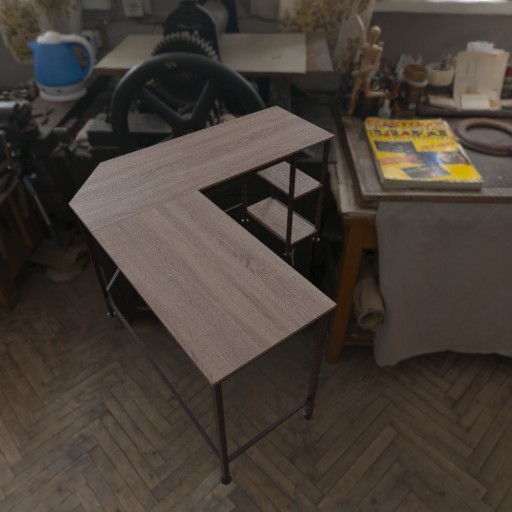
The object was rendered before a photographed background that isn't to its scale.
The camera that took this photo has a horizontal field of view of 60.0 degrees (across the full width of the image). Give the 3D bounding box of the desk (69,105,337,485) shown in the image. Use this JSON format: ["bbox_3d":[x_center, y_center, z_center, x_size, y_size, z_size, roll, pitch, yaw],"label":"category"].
[{"bbox_3d":[0.000,0.000,2.226,1.379,0.739,1.379,-27,48,-27],"label":"desk"}]
